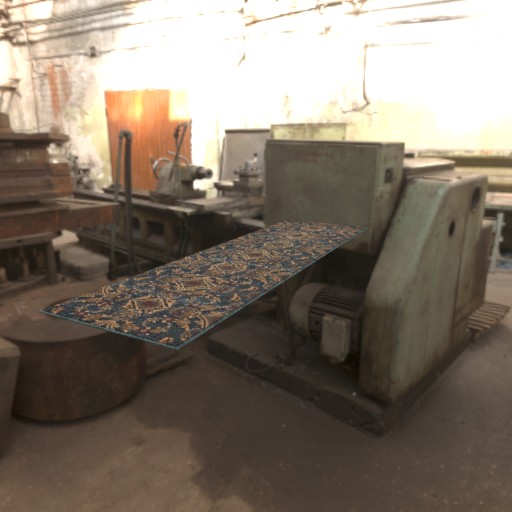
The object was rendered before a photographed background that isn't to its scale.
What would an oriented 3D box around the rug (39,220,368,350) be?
[{"bbox_3d":[0.000,0.000,2.542,0.685,0.014,2.292,8,17,28],"label":"rug"}]
